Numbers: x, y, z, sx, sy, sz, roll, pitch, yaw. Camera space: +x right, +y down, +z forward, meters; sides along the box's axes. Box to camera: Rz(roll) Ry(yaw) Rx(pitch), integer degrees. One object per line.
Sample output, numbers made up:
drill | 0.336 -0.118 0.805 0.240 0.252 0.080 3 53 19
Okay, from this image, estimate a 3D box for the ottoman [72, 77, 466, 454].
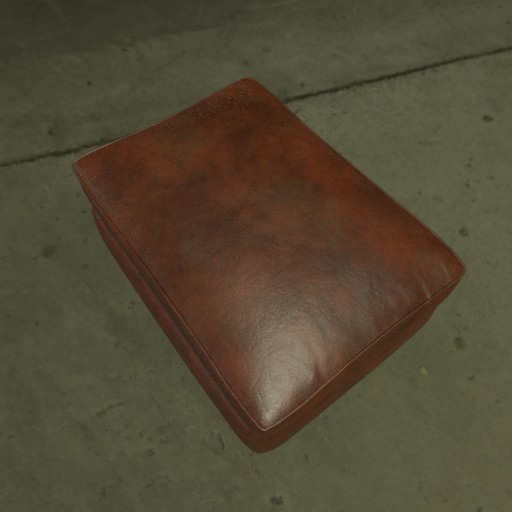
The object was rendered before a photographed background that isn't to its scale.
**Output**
ottoman | 0.000 0.000 0.970 0.501 0.432 0.665 -33 64 -18
